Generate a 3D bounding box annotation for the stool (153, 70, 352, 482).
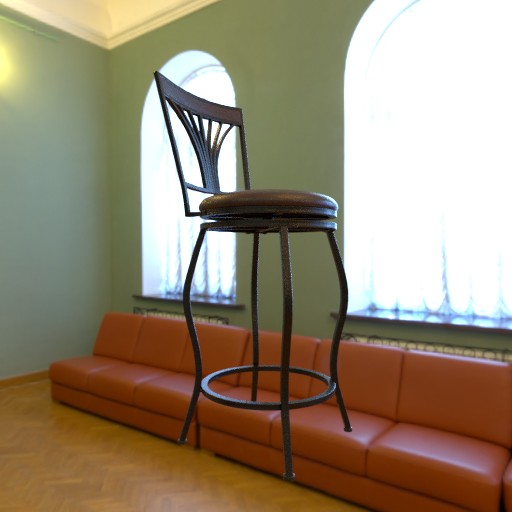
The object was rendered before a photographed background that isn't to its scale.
[{"bbox_3d":[0.000,0.000,1.391,0.514,1.117,0.433,0,0,35],"label":"stool"}]
